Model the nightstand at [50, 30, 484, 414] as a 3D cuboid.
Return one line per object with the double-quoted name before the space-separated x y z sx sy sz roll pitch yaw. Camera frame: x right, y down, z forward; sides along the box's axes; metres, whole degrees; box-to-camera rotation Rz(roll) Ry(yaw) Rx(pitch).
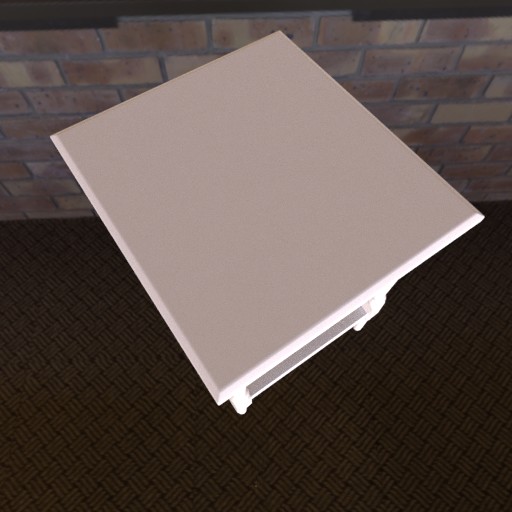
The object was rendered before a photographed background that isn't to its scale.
"nightstand" 0.000 0.000 0.920 0.459 0.555 0.505 -32 67 -15
